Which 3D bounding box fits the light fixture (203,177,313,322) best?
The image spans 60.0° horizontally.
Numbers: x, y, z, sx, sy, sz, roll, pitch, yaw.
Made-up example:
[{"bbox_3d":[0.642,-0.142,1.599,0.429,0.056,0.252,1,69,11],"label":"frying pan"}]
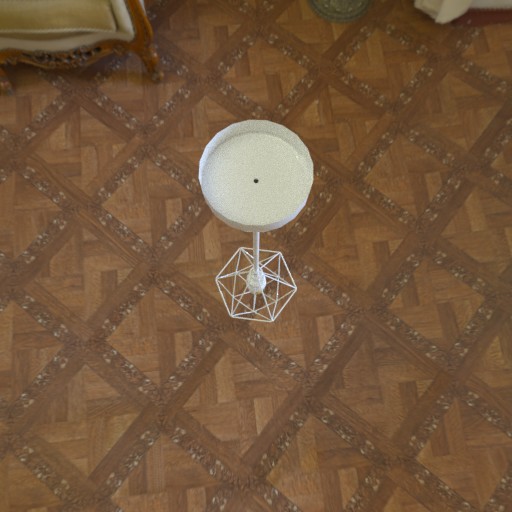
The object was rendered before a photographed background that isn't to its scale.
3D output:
[{"bbox_3d":[0.000,0.000,1.988,0.431,1.764,0.487,36,79,9],"label":"light fixture"}]
